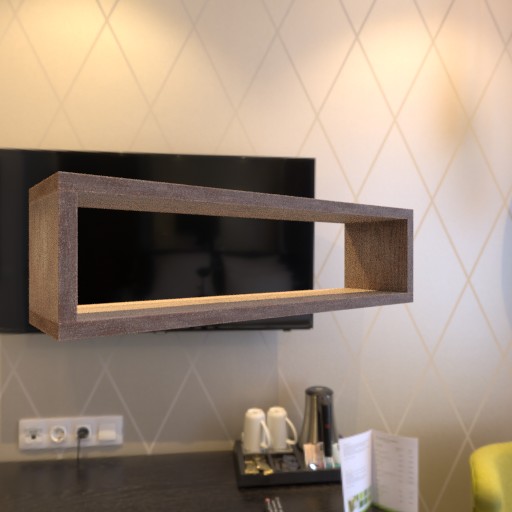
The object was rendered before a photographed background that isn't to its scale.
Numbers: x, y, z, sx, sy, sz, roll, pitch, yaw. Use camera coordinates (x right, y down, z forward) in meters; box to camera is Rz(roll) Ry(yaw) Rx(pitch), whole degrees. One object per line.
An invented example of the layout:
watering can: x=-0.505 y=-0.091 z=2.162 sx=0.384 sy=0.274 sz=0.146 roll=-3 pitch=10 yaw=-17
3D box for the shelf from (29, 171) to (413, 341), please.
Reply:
shelf: x=0.000 y=0.000 z=0.687 sx=0.610 sy=0.170 sz=0.150 roll=0 pitch=0 yaw=-37
